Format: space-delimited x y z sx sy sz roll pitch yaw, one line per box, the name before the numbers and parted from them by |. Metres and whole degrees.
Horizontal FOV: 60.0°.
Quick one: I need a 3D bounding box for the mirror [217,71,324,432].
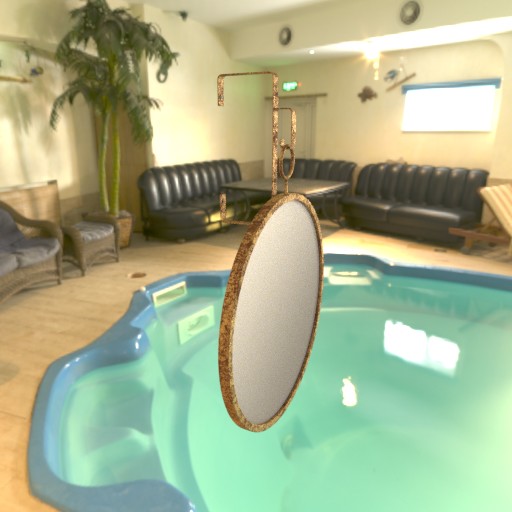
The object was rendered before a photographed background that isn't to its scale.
mirror | 0.000 0.000 0.846 0.144 0.651 0.447 8 18 25
